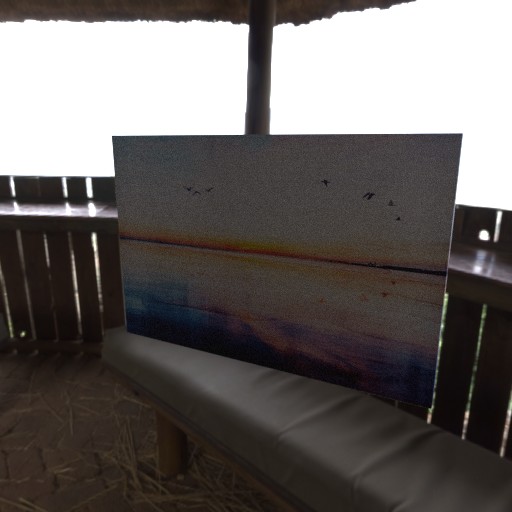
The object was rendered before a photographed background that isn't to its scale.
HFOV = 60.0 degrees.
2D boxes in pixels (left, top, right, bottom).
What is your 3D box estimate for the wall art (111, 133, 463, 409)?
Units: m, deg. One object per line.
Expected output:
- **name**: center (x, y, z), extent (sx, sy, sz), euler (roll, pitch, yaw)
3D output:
- **wall art**: center (0.000, 0.000, 1.429), extent (1.137, 0.756, 0.034), euler (7, 16, 26)
